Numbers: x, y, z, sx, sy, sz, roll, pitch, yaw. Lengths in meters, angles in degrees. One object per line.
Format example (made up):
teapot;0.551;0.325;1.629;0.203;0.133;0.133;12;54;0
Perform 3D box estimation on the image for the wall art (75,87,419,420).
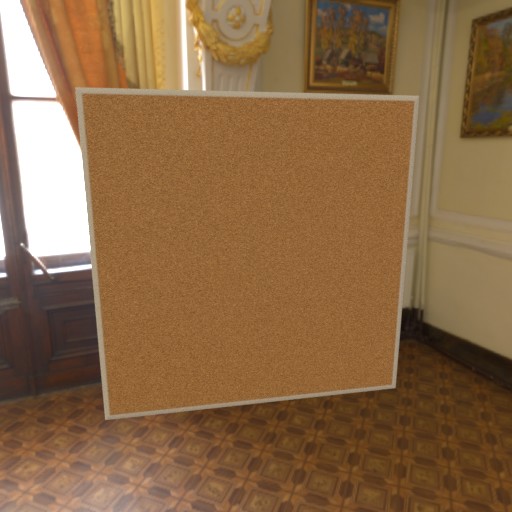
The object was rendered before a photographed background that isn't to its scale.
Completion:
wall art;0.000;0.000;0.441;0.305;0.304;0.038;-3;14;-11
